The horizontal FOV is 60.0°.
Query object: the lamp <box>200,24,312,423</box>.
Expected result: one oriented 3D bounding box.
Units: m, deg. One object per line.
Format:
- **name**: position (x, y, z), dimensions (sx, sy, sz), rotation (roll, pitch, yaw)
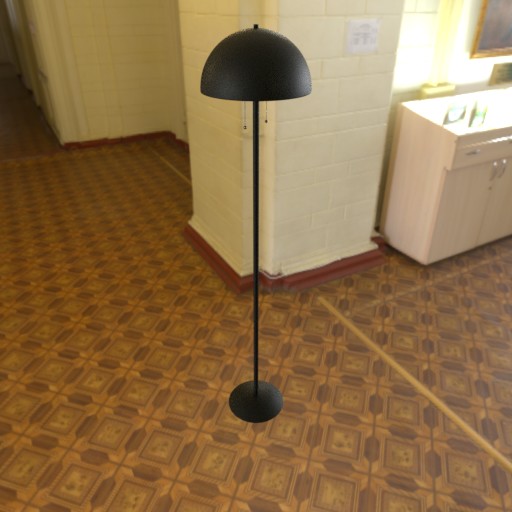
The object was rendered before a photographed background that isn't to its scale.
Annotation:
- **lamp**: position (0.000, 0.000, 1.595), dimensions (0.328, 1.480, 0.328), rotation (8, 31, 14)
